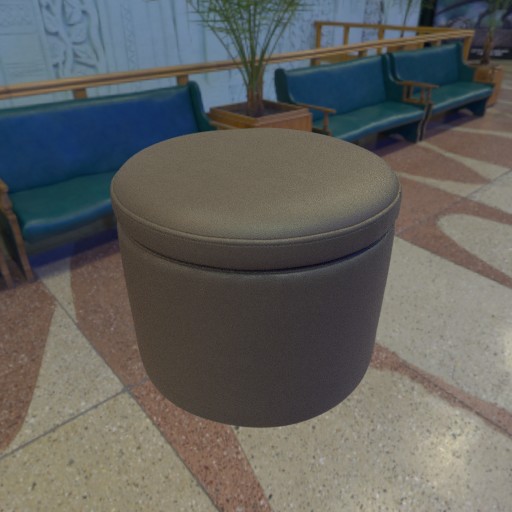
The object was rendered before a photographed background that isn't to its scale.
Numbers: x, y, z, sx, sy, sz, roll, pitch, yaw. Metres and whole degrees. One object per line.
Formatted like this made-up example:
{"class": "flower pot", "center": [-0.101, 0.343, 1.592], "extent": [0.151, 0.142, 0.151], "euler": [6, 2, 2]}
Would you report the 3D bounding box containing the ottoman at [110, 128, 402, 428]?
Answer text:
{"class": "ottoman", "center": [0.000, 0.000, 0.869], "extent": [0.500, 0.409, 0.500], "euler": [0, 31, 0]}
